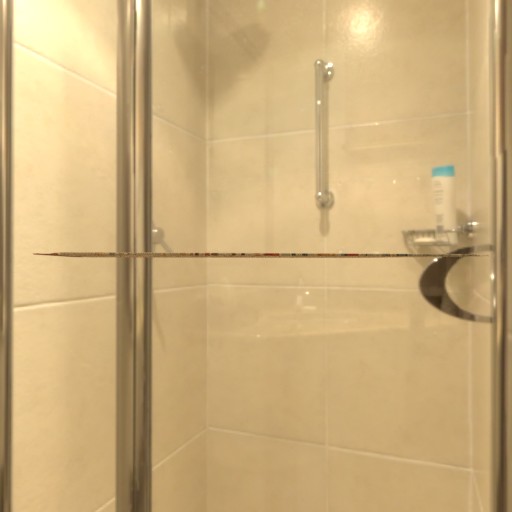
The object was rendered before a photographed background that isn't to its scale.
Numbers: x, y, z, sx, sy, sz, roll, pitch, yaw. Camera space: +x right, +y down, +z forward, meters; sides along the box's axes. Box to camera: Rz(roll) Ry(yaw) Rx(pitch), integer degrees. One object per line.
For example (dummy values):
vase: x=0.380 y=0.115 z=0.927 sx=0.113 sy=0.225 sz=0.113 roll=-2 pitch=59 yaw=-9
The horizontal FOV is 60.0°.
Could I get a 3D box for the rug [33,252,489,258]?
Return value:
rug: x=0.000 y=0.000 z=2.427 sx=1.997 sy=0.010 sz=1.218 roll=0 pitch=-1 yaw=-16
